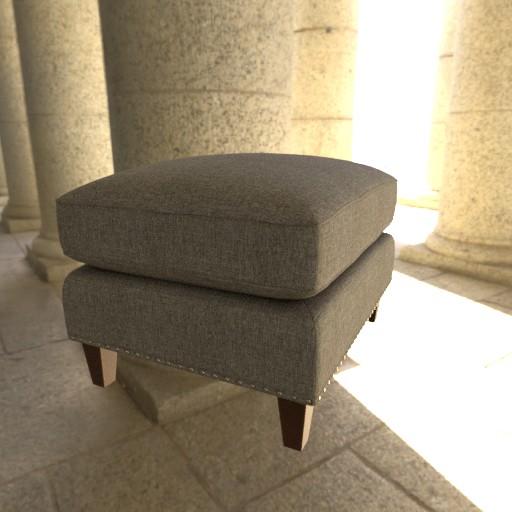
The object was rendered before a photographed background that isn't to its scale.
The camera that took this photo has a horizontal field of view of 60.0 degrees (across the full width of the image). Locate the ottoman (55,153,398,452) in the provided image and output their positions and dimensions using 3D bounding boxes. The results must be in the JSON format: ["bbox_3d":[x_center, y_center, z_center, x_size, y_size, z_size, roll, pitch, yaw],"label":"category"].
[{"bbox_3d":[0.000,0.000,1.138,0.584,0.513,0.741,7,17,25],"label":"ottoman"}]
